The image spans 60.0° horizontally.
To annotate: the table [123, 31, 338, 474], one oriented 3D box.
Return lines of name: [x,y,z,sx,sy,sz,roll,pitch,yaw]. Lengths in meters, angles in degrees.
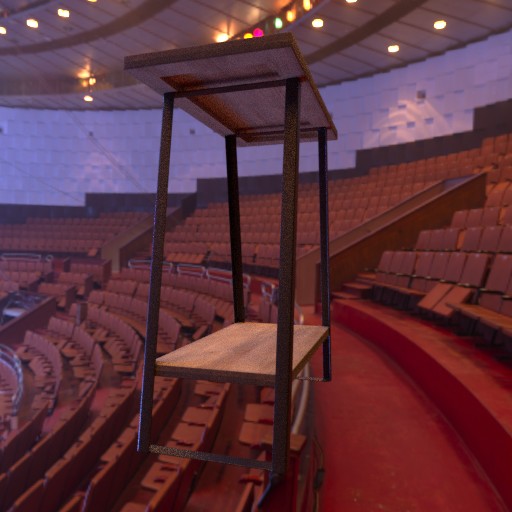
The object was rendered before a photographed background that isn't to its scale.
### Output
table: [0.000,0.000,1.017,0.300,0.701,0.599,0,1,17]
